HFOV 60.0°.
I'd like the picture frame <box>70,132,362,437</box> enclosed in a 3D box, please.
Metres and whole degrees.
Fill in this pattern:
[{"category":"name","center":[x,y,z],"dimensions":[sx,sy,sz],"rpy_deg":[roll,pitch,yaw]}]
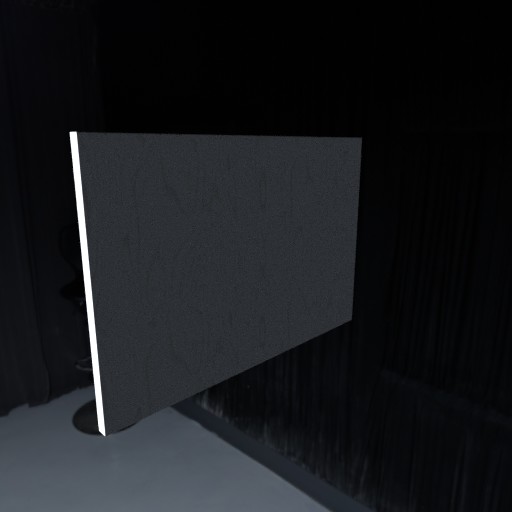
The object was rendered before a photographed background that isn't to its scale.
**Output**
[{"category":"picture frame","center":[0.000,0.000,1.222],"dimensions":[0.950,0.640,0.029],"rpy_deg":[-13,19,-43]}]
